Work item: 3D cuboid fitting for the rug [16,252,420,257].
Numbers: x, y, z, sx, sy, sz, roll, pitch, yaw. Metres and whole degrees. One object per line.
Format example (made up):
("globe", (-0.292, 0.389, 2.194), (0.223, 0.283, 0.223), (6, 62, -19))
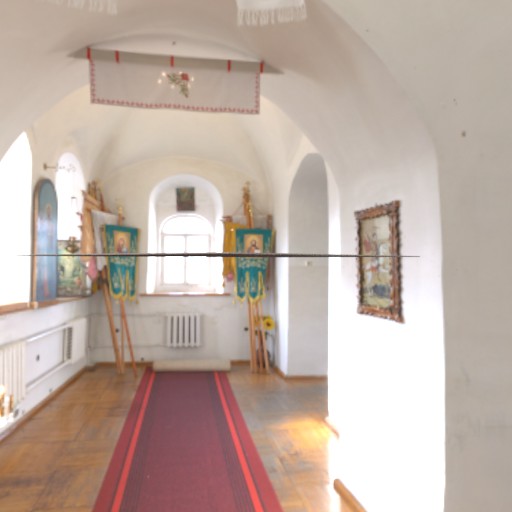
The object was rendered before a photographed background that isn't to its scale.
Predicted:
("rug", (0.000, 0.000, 2.982), (1.507, 0.007, 2.433), (0, -1, 35))
